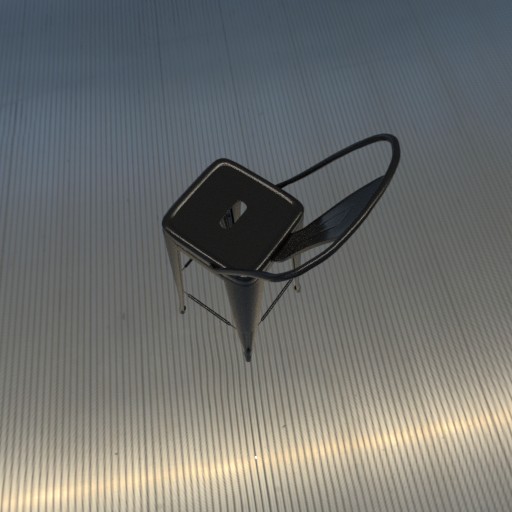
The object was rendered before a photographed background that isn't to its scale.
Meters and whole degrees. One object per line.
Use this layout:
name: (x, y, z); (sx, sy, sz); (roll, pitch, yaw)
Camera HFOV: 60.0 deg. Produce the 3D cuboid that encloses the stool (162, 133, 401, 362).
stool: (0.000, 0.000, 1.327); (0.513, 1.096, 0.399); (33, 70, 14)
